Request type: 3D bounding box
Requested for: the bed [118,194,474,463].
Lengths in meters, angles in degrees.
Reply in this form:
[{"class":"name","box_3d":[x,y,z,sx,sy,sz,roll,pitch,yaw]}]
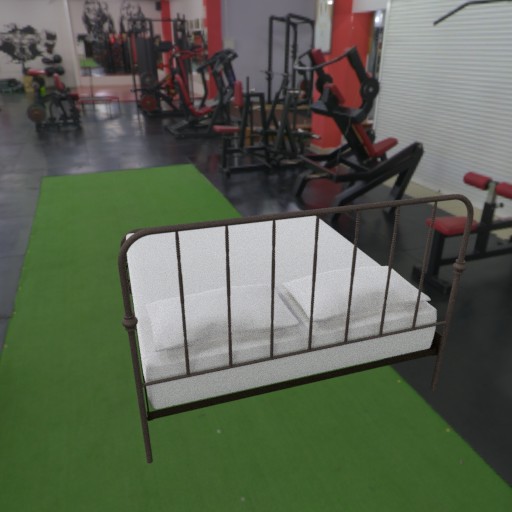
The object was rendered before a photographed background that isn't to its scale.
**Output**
[{"class":"bed","box_3d":[0.000,0.000,3.443,2.044,1.446,2.134,-8,26,-16]}]
